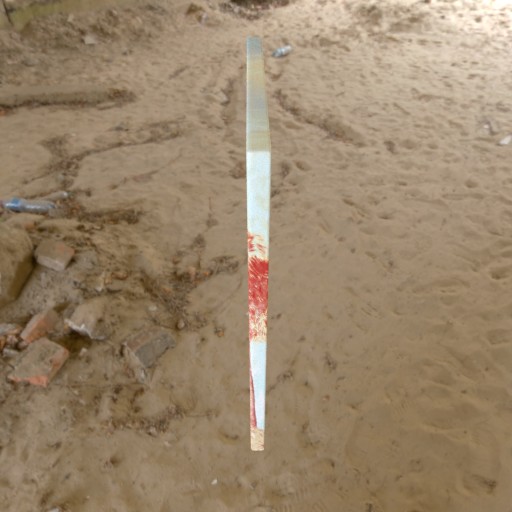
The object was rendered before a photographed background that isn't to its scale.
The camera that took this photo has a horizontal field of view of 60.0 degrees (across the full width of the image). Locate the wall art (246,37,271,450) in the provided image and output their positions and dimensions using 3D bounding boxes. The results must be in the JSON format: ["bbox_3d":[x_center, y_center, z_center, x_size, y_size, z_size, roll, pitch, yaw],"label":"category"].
[{"bbox_3d":[0.000,0.000,1.169,0.037,0.915,0.605,-1,41,-1],"label":"wall art"}]
